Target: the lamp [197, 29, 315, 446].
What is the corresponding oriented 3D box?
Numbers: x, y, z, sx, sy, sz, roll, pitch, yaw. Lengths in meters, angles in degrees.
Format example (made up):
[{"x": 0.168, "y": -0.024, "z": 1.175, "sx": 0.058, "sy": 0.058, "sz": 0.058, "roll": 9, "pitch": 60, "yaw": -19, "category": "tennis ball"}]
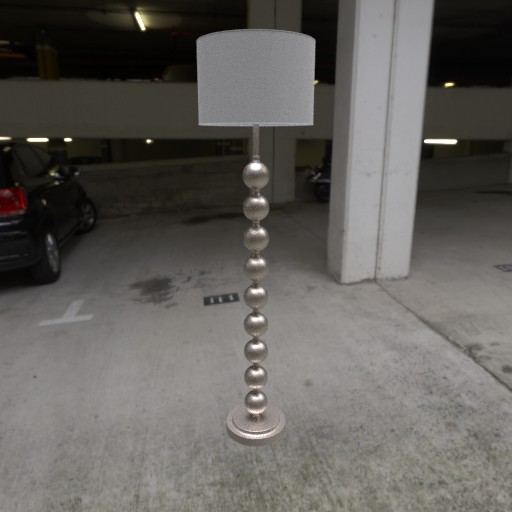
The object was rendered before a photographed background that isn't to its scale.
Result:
[{"x": 0.000, "y": 0.000, "z": 1.659, "sx": 0.394, "sy": 1.474, "sz": 0.394, "roll": -2, "pitch": 15, "yaw": -8, "category": "lamp"}]
